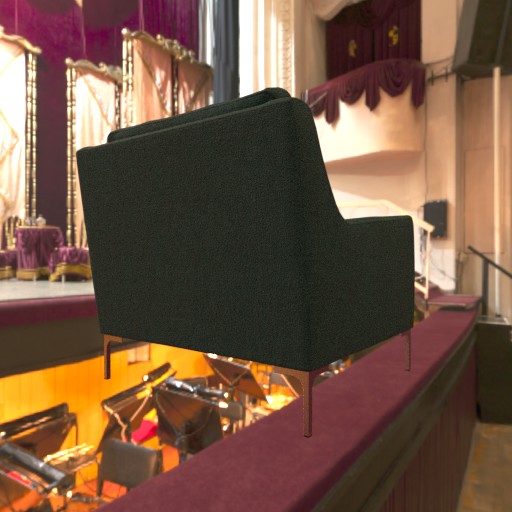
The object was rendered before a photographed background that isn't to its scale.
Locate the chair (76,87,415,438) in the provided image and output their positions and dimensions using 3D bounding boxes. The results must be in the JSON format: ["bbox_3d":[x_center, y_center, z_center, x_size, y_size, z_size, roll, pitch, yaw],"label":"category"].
[{"bbox_3d":[0.000,0.000,1.512,0.847,0.828,0.849,0,1,37],"label":"chair"}]
